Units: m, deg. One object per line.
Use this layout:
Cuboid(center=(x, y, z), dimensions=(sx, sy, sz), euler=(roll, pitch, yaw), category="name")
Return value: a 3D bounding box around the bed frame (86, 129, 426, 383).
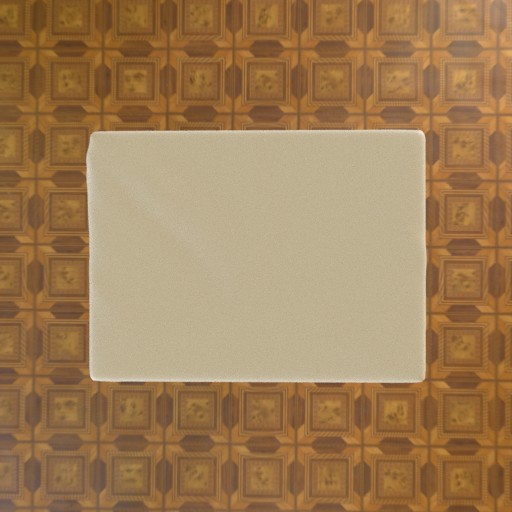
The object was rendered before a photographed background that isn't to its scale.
Cuboid(center=(0.000, 0.000, 3.018), dimensions=(2.151, 0.667, 1.584), euler=(0, 90, 1), category="bed frame")
